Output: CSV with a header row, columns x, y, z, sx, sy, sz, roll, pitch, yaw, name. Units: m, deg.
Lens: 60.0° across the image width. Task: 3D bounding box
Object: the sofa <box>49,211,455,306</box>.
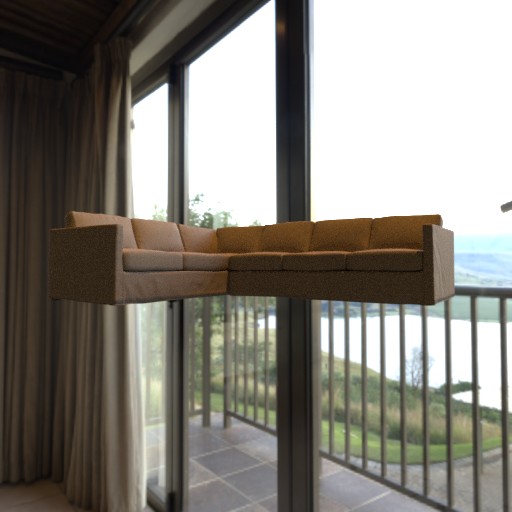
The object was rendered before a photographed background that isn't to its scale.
x,y,z,sx,sy,sz,roll,pitch,yaw,name
0.000,0.000,4.338,3.182,0.871,2.432,-1,-2,35,sofa
